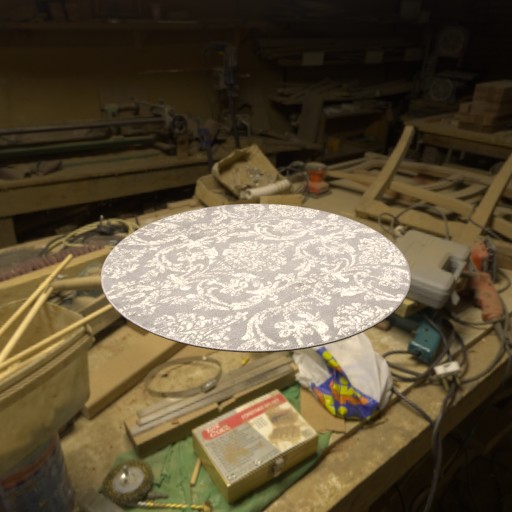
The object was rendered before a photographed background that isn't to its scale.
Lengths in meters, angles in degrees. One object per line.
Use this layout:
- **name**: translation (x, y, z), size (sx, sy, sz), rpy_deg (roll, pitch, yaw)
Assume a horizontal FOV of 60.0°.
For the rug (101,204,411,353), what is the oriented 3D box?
- **rug**: translation (0.000, 0.000, 2.381), size (1.593, 0.012, 1.593), rpy_deg (0, 27, 0)
